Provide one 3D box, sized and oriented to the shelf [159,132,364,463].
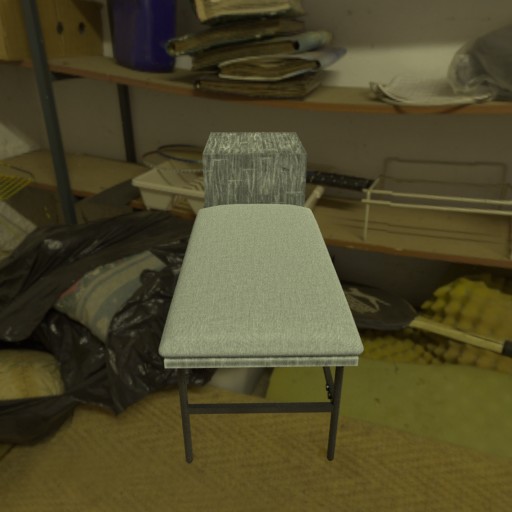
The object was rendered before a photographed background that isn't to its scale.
[{"bbox_3d":[0.000,0.000,1.608,0.457,0.633,1.342,0,26,-1],"label":"shelf"}]
